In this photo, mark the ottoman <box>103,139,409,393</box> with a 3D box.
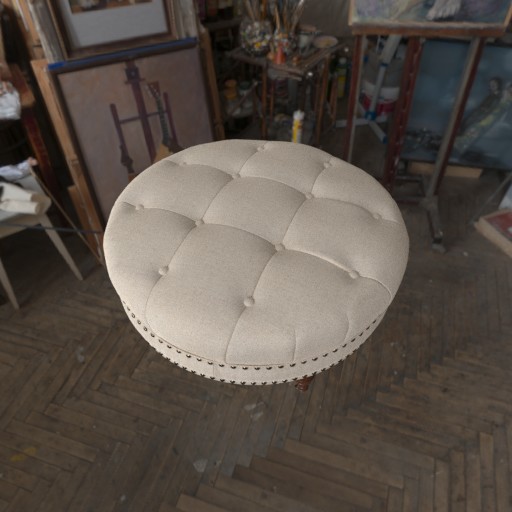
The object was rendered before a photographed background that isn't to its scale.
[{"bbox_3d":[0.000,0.000,1.508,0.940,0.483,0.940,0,46,0],"label":"ottoman"}]
